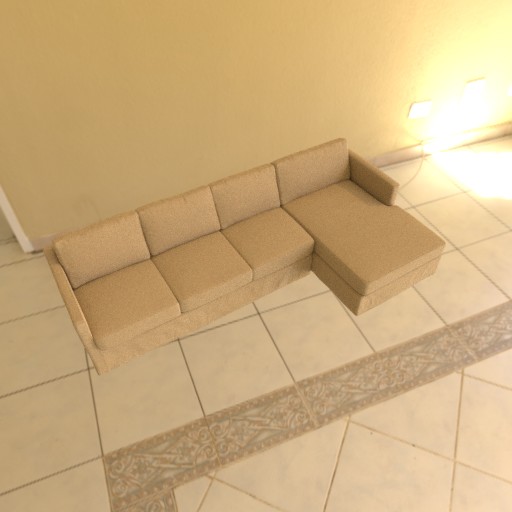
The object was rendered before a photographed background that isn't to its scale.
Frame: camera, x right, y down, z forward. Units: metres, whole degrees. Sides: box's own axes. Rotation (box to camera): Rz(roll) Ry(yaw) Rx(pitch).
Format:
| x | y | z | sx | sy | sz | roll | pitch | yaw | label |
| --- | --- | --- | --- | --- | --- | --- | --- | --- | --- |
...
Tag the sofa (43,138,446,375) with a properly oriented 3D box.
| x | y | z | sx | sy | sz | roll | pitch | yaw | label |
| --- | --- | --- | --- | --- | --- | --- | --- | --- | --- |
| 0.000 | 0.000 | 3.950 | 3.177 | 0.867 | 1.622 | -24 | 50 | -22 | sofa |
